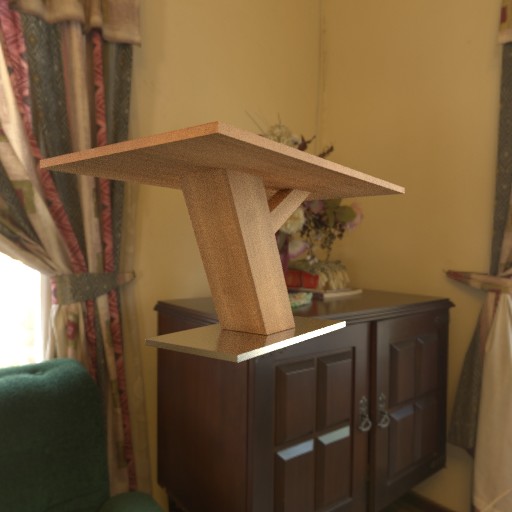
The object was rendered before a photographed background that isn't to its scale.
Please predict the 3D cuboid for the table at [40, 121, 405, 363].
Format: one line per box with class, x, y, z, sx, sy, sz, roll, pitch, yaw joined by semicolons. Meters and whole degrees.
table;0.000;0.000;2.099;0.900;0.750;1.600;1;1;36
